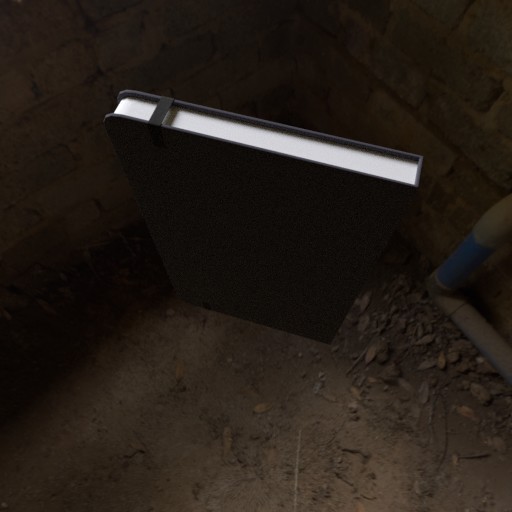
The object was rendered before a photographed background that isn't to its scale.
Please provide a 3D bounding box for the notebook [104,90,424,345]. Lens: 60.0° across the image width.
[{"bbox_3d":[0.000,0.000,0.266,0.127,0.213,0.016,15,65,7],"label":"notebook"}]
